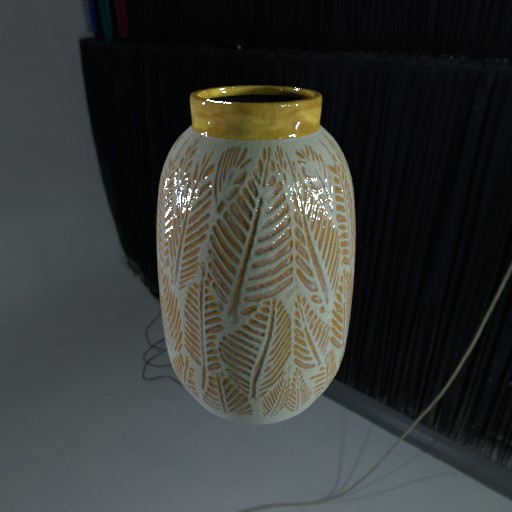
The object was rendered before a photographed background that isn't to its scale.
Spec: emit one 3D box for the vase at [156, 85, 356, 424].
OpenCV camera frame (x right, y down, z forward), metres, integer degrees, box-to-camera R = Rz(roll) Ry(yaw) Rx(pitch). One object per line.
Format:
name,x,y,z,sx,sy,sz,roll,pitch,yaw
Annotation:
vase,0.000,0.000,0.388,0.172,0.270,0.172,0,28,0
